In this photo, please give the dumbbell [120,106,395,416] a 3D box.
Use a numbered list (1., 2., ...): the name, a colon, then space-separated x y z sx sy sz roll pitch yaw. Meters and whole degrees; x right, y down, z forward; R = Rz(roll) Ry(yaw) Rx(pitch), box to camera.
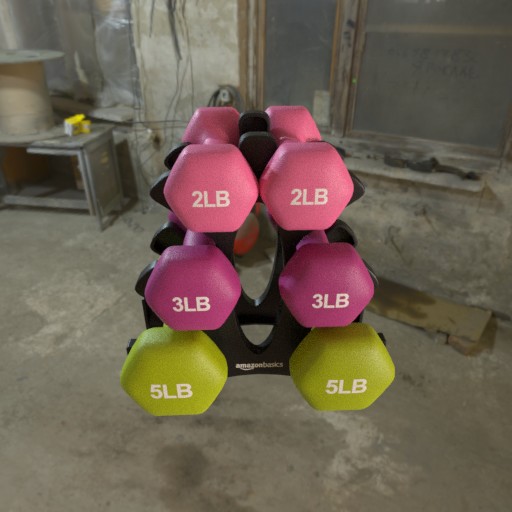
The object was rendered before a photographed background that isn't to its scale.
1. dumbbell: 0.000 0.000 0.439 0.257 0.261 0.203 -1 30 -2
